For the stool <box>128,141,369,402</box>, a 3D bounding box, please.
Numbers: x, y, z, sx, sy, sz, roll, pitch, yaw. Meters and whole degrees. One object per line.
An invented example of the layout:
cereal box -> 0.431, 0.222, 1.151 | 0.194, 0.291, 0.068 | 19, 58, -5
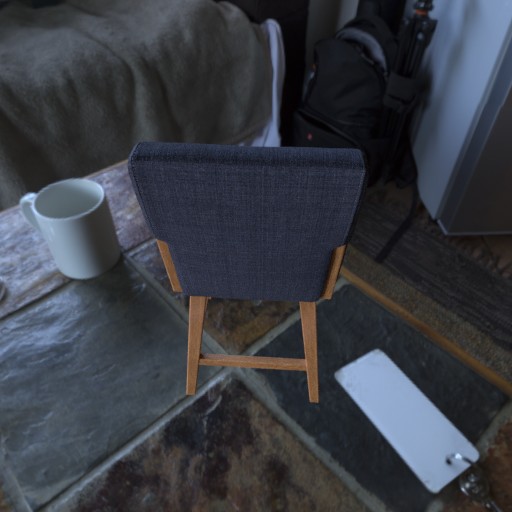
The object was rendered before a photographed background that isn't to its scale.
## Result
stool -> 0.000, 0.000, 1.303 | 0.459, 1.010, 0.526 | 3, 46, 3
